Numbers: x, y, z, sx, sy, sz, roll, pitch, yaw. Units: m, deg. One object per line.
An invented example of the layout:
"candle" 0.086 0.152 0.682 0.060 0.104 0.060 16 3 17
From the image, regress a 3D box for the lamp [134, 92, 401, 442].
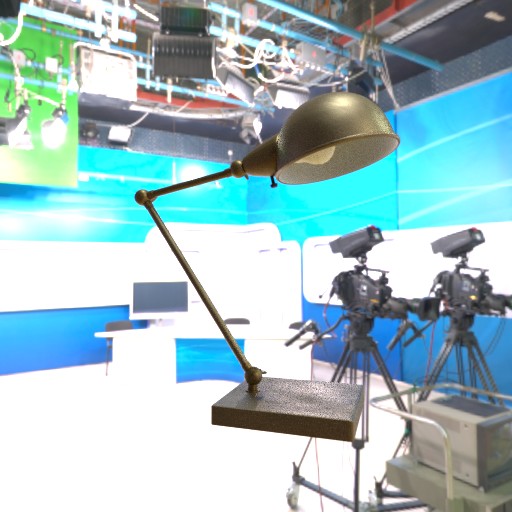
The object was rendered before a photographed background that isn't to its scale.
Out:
"lamp" 0.000 0.000 0.544 0.339 0.371 0.149 0 -1 18
